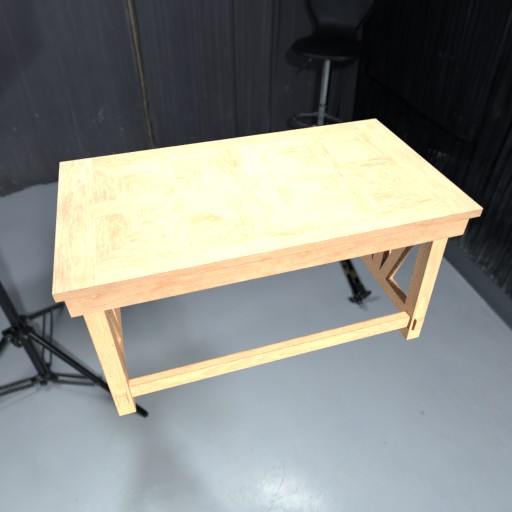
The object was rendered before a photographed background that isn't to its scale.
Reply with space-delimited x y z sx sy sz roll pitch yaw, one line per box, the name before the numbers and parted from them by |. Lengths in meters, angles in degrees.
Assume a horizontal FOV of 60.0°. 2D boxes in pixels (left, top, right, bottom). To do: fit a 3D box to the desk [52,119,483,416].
desk | 0.000 0.000 2.009 1.499 0.762 0.813 -11 42 -13
